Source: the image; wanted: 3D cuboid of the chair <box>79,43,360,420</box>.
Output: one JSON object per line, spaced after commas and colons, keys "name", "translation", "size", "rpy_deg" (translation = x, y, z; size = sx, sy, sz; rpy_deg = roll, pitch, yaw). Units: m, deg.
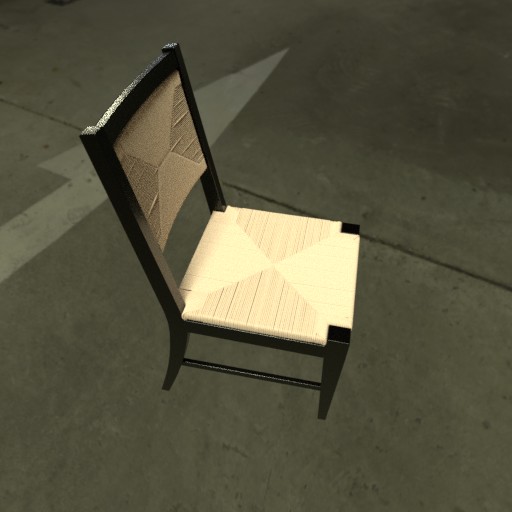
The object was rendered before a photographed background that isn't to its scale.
{"name": "chair", "translation": [0.000, 0.000, 1.211], "size": [0.552, 0.927, 0.437], "rpy_deg": [9, 46, 9]}
